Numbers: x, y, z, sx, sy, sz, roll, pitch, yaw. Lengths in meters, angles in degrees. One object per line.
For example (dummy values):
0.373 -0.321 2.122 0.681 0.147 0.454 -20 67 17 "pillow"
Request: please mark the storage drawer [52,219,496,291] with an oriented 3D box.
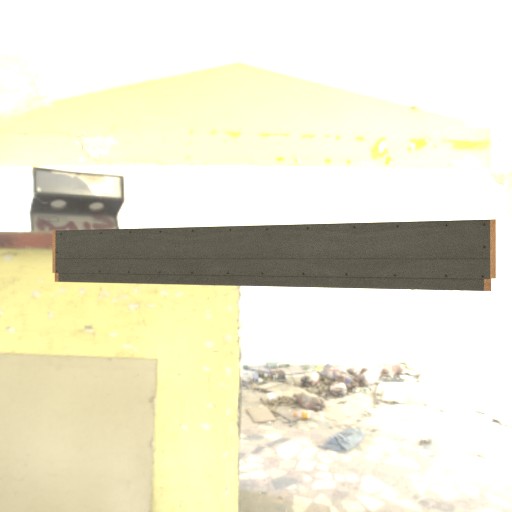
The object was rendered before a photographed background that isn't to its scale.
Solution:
0.000 0.000 2.195 2.032 0.264 0.538 0 0 19 "storage drawer"
